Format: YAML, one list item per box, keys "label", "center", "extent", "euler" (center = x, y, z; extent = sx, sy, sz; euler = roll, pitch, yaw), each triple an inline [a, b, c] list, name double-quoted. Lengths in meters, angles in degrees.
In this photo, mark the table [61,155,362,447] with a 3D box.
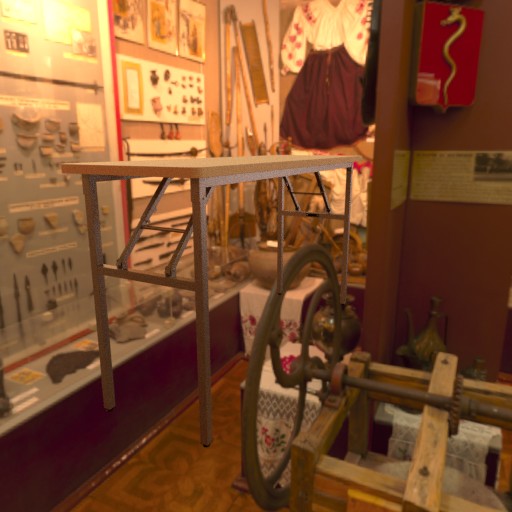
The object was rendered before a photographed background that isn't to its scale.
- label: "table"
  center: [0.000, 0.000, 1.745]
  extent: [0.446, 0.750, 1.397]
  euler: [7, 16, 27]
